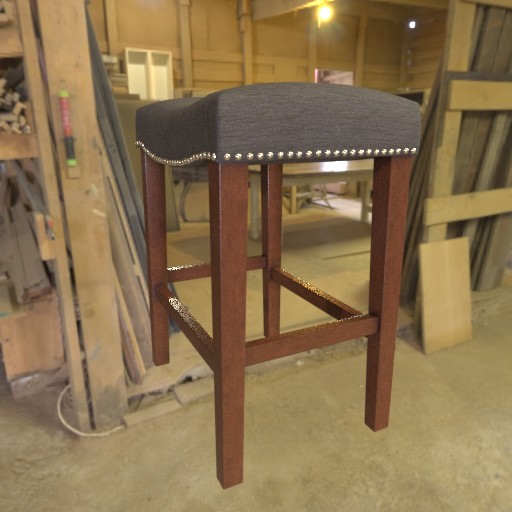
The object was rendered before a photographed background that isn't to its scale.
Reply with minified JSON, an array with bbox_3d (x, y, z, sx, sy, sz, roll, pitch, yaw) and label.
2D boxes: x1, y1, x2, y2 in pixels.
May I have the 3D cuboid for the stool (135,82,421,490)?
[{"bbox_3d":[0.000,0.000,0.939,0.372,0.654,0.504,-8,18,-25],"label":"stool"}]
